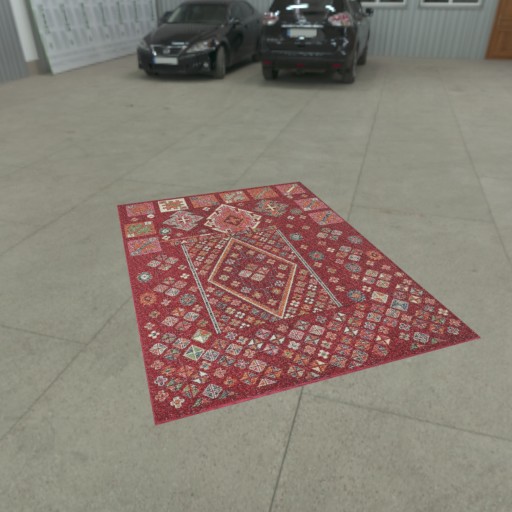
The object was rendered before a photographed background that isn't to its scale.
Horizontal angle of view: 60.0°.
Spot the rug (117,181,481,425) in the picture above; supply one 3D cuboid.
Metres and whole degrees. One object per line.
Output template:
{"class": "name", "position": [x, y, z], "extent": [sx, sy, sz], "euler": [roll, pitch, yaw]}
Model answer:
{"class": "rug", "position": [0.000, 0.000, 2.834], "extent": [1.579, 0.007, 2.184], "euler": [-10, 32, -16]}
